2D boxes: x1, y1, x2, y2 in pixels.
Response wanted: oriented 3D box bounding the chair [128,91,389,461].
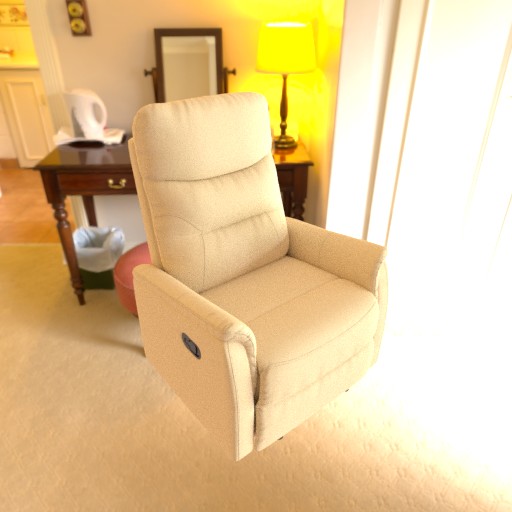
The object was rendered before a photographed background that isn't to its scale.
[{"bbox_3d":[0.000,0.000,1.676,0.775,1.082,0.831,-22,37,-33],"label":"chair"}]
